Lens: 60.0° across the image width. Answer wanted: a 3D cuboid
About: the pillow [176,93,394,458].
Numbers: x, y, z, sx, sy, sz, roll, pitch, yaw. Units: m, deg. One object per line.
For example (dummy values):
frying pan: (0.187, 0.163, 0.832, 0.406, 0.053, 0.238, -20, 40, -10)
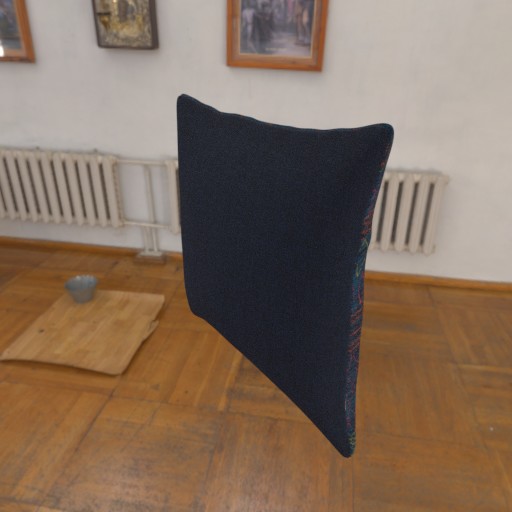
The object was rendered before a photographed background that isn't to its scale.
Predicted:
pillow: (0.000, 0.000, 0.653, 0.141, 0.431, 0.431, -17, 30, -32)
